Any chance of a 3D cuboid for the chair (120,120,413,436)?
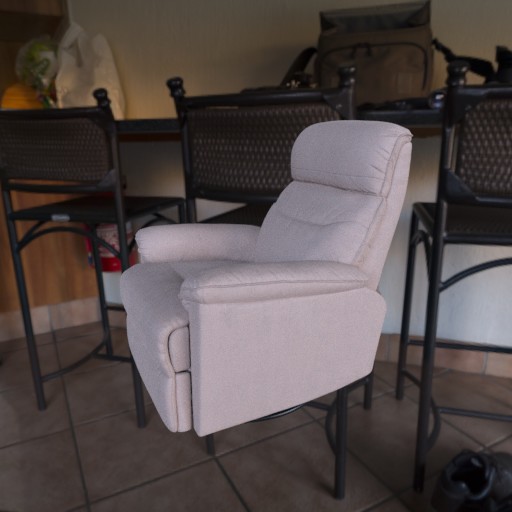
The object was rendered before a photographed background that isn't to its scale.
[{"bbox_3d":[0.000,0.000,1.756,1.004,1.037,0.820,-8,17,-25],"label":"chair"}]
